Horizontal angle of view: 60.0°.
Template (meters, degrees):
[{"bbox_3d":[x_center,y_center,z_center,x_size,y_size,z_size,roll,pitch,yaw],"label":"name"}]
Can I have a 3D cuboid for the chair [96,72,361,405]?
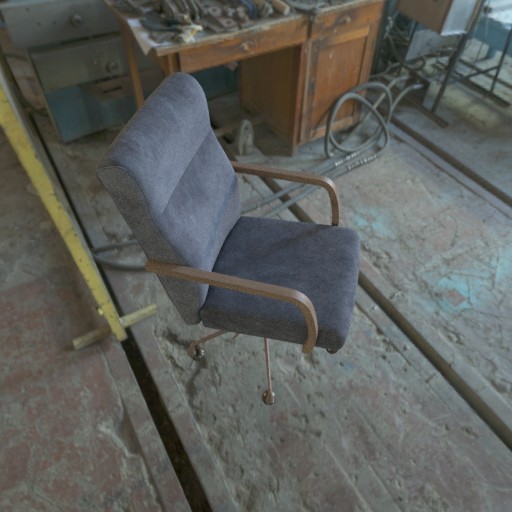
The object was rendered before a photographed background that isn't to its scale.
[{"bbox_3d":[0.000,0.000,1.541,0.741,1.029,0.640,11,50,10],"label":"chair"}]
